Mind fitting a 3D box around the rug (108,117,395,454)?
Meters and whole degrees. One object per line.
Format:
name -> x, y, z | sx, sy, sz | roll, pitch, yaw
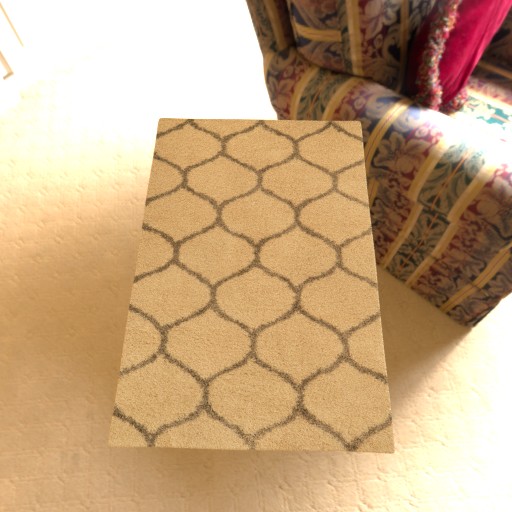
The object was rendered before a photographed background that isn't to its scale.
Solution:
rug -> 0.000, 0.000, 3.361 | 1.801, 0.026, 2.701 | 1, 64, 1
